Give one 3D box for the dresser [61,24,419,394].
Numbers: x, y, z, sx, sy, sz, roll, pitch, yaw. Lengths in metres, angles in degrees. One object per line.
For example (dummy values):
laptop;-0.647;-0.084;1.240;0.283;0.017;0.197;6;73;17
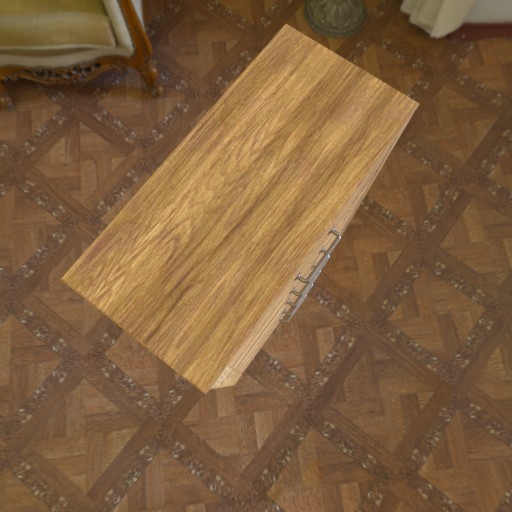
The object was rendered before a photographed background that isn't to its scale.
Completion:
dresser;0.000;0.000;1.988;0.558;1.431;1.081;36;77;9
